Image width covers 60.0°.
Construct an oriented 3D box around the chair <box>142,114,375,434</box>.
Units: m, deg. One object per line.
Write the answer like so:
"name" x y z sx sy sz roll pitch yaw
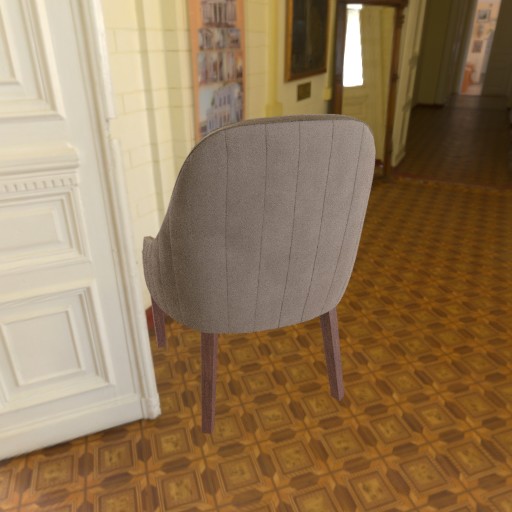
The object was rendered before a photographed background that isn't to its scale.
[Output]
"chair" 0.000 0.000 1.324 0.643 0.889 0.575 -8 28 -17
